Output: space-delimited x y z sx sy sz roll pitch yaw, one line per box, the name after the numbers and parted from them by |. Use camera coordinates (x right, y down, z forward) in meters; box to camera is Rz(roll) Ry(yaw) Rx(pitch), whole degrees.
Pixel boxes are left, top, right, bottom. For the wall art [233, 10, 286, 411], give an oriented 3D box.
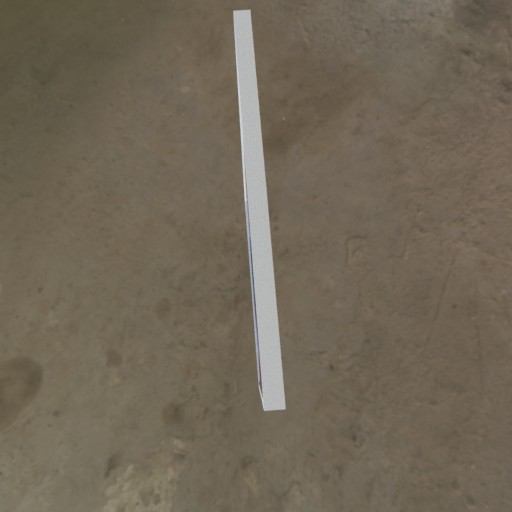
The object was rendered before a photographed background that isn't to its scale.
0.000 0.000 1.337 0.039 1.050 0.795 -4 76 -1 | wall art
